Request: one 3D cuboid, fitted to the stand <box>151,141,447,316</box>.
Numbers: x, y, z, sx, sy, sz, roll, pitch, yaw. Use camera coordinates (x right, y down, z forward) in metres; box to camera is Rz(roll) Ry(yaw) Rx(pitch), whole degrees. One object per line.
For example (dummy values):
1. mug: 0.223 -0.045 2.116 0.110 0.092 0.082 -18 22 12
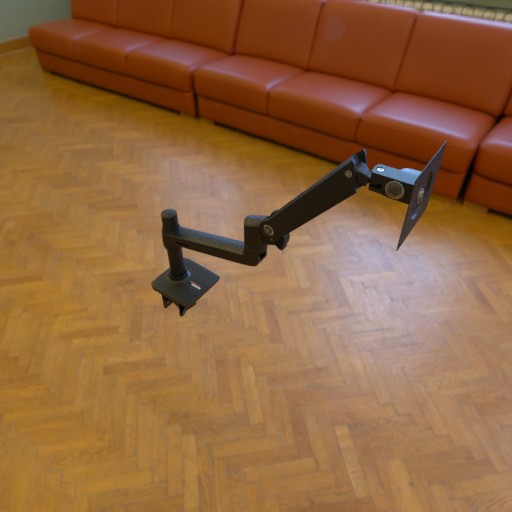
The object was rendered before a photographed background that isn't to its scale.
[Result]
1. stand: 0.000 0.000 1.041 0.650 0.713 0.152 24 47 25
